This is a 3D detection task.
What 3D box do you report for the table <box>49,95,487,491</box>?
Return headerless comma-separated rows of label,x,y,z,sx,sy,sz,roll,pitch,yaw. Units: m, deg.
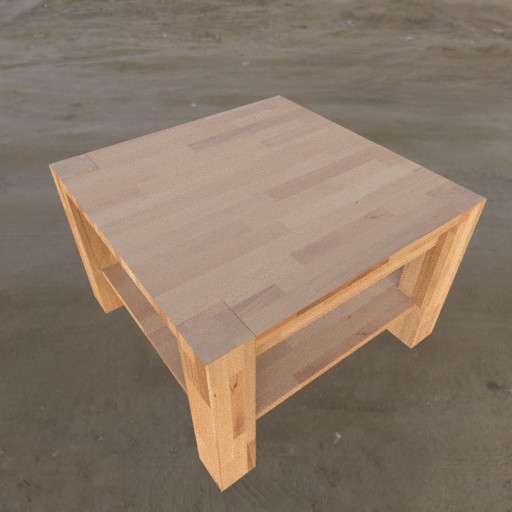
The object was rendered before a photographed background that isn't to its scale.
table,0.000,0.000,1.142,0.700,0.451,0.700,-26,48,-27
